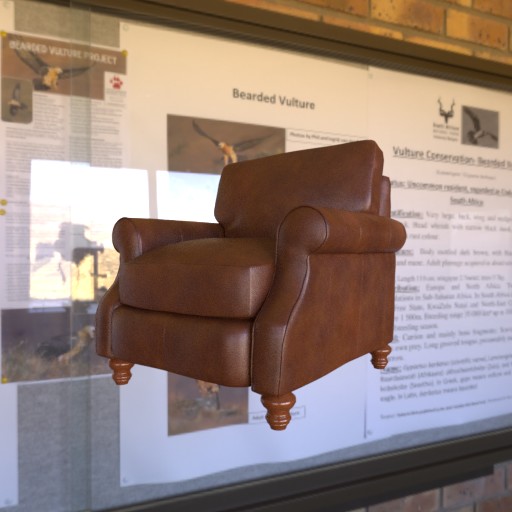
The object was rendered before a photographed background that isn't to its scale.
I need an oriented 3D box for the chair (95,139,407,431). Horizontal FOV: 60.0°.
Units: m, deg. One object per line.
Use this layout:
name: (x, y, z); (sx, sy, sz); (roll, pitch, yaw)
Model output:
chair: (0.000, 0.000, 1.782); (0.989, 0.972, 0.992); (1, 1, 36)
